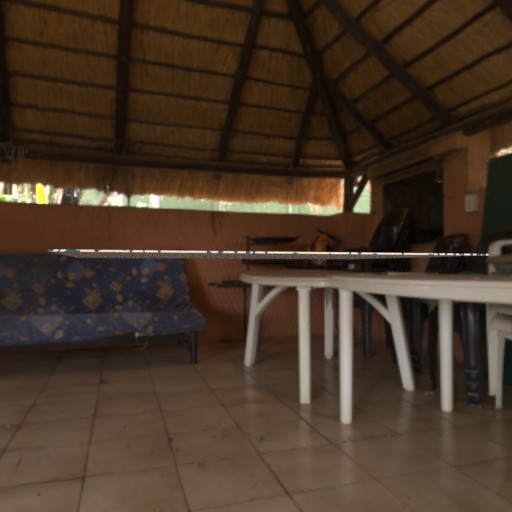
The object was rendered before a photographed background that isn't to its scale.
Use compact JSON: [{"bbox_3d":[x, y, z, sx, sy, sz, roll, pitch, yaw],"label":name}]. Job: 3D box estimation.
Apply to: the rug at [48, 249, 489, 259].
[{"bbox_3d":[0.000,0.000,2.308,1.828,0.007,1.220,0,-1,-18],"label":"rug"}]
